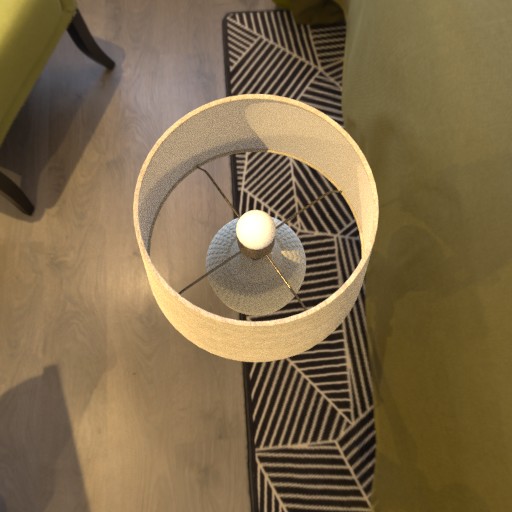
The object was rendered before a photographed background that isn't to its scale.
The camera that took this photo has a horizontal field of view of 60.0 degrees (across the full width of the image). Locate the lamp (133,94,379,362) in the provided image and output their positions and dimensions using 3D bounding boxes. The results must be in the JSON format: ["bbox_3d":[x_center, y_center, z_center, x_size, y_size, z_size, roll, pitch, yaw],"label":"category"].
[{"bbox_3d":[0.000,0.000,0.837,0.390,0.580,0.390,0,77,0],"label":"lamp"}]
